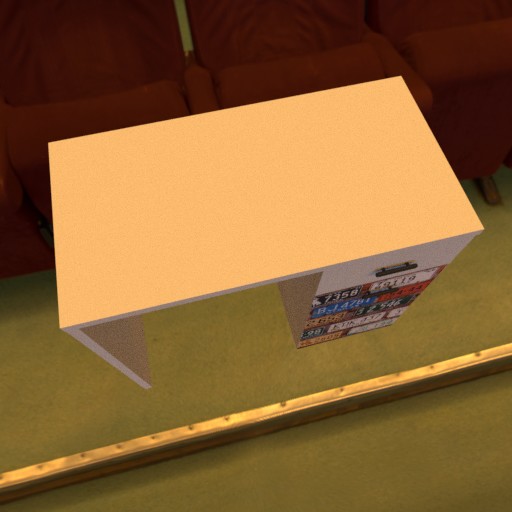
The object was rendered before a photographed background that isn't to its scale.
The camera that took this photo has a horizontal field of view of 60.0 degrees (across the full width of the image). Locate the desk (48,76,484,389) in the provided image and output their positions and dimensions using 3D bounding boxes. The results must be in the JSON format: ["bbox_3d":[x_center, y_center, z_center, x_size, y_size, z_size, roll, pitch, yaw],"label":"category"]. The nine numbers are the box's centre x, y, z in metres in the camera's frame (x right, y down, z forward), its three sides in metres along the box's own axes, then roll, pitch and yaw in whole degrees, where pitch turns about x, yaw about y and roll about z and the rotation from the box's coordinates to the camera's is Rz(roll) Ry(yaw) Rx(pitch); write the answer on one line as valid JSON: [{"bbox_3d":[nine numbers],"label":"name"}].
[{"bbox_3d":[0.000,0.000,1.329,0.898,0.730,0.482,-13,65,-6],"label":"desk"}]
